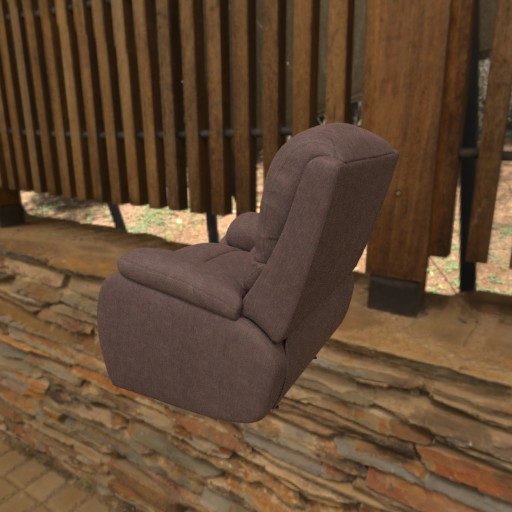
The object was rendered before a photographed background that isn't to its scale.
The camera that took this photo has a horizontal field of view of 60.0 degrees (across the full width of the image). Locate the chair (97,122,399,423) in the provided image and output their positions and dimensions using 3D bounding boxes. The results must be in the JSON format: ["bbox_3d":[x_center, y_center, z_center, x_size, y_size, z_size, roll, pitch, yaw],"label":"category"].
[{"bbox_3d":[0.000,0.000,1.764,0.899,1.011,0.930,8,17,26],"label":"chair"}]
